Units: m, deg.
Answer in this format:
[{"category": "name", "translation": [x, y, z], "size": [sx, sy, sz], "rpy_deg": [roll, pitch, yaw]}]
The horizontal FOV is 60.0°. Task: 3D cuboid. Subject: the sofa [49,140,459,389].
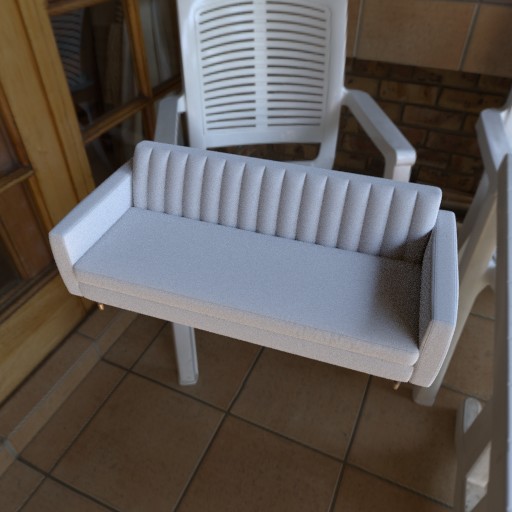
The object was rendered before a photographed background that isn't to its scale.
[{"category": "sofa", "translation": [0.000, 0.000, 2.757], "size": [2.291, 0.821, 0.990], "rpy_deg": [12, 42, 14]}]
